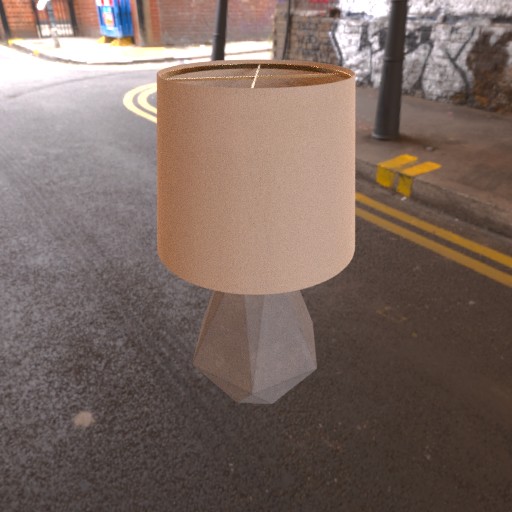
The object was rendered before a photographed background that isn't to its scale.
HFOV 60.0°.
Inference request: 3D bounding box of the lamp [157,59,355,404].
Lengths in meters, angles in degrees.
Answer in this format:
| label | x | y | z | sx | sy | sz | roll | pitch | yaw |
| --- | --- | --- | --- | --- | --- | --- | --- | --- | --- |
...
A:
| label | x | y | z | sx | sy | sz | roll | pitch | yaw |
| --- | --- | --- | --- | --- | --- | --- | --- | --- | --- |
| lamp | 0.000 | 0.000 | 0.645 | 0.276 | 0.501 | 0.276 | 0 | 30 | 0 |
